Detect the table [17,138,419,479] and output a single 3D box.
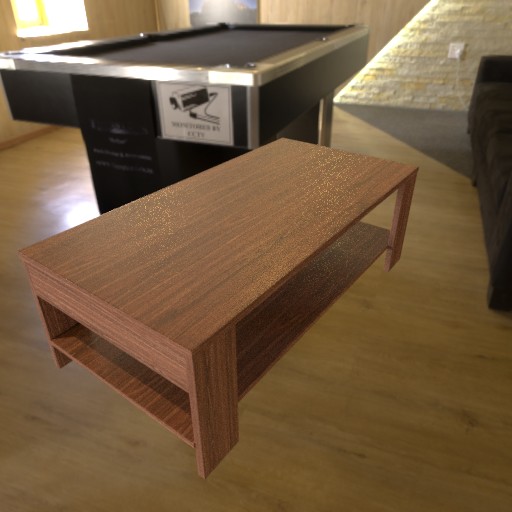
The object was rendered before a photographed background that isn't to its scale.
[{"bbox_3d":[0.000,0.000,1.473,0.600,0.400,1.200,21,37,31],"label":"table"}]
